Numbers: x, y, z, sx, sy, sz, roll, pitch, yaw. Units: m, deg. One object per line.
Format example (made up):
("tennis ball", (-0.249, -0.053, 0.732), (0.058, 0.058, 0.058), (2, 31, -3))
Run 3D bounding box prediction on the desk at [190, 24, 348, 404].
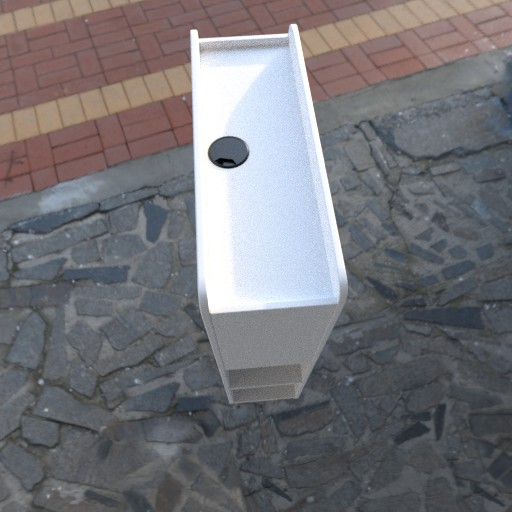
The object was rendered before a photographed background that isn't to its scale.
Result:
("desk", (0.000, 0.000, 1.514), (0.278, 1.190, 0.795), (-4, 63, -2))
